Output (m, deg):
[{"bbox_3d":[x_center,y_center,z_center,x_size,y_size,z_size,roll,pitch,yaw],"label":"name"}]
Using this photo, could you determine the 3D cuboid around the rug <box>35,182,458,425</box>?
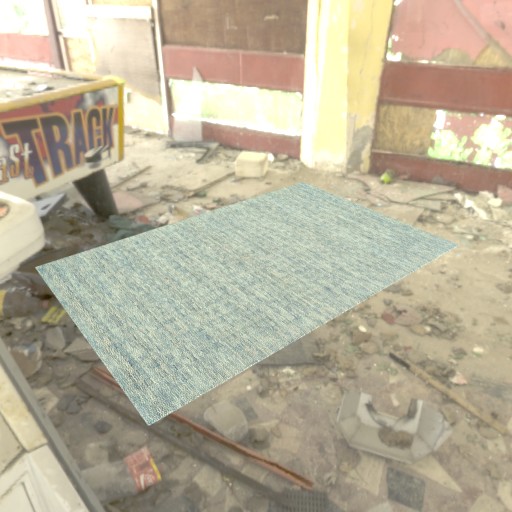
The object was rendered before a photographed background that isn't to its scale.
[{"bbox_3d":[0.000,0.000,2.183,1.752,0.006,1.142,-22,37,-33],"label":"rug"}]
